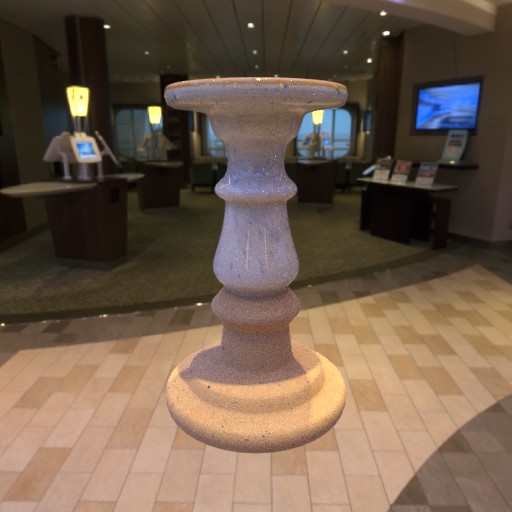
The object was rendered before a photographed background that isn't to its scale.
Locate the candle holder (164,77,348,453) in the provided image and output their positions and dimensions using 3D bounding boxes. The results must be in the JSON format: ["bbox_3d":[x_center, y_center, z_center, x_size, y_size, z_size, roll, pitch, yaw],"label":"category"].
[{"bbox_3d":[0.000,0.000,0.283,0.123,0.202,0.123,0,16,0],"label":"candle holder"}]
